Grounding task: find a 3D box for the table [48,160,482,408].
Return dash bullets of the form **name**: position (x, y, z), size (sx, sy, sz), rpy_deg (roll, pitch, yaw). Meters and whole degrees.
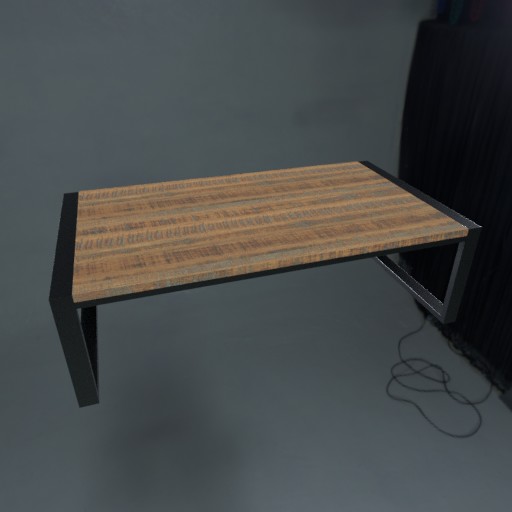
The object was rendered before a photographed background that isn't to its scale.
- **table**: position (0.000, 0.000, 1.714), size (1.350, 0.400, 0.750), rpy_deg (-9, 31, -15)
